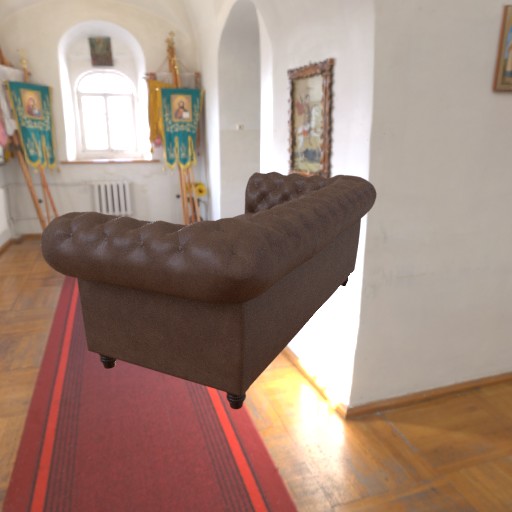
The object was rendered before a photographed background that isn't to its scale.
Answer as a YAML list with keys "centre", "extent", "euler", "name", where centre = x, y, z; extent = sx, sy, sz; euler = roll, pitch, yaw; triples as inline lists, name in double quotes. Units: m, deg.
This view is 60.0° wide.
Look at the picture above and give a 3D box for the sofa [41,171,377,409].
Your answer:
- centre: [0.000, 0.000, 2.509]
  extent: [0.955, 0.784, 2.048]
  euler: [8, 19, 25]
  name: "sofa"
